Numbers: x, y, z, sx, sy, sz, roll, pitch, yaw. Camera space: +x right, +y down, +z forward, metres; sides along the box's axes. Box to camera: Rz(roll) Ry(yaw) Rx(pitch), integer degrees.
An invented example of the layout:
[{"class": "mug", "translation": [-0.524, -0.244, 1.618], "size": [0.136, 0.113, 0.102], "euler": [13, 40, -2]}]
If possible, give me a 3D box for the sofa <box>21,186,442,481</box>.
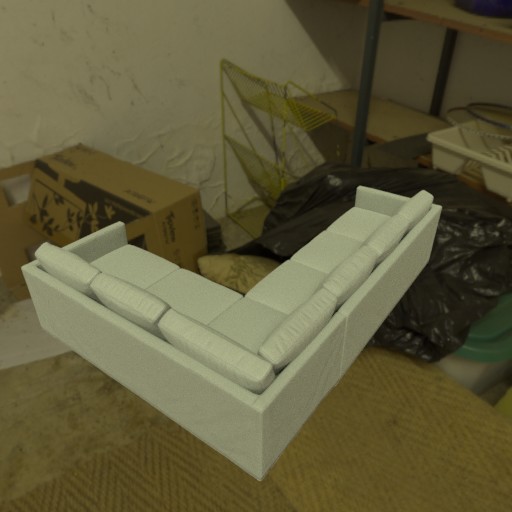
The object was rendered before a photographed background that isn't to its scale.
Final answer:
[{"class": "sofa", "translation": [0.000, 0.000, 4.202], "size": [2.432, 0.871, 3.182], "euler": [21, 38, 30]}]
